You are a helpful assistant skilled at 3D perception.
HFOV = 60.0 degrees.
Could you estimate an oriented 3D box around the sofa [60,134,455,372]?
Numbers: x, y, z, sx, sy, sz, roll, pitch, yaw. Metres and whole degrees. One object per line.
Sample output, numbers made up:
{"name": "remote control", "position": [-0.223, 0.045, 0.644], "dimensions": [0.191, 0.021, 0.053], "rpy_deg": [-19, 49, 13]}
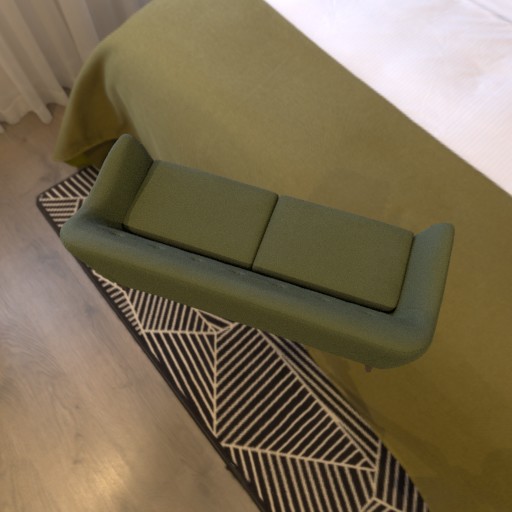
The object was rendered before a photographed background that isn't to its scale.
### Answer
{"name": "sofa", "position": [0.000, 0.000, 2.318], "dimensions": [1.840, 0.836, 0.820], "rpy_deg": [17, 65, 8]}
